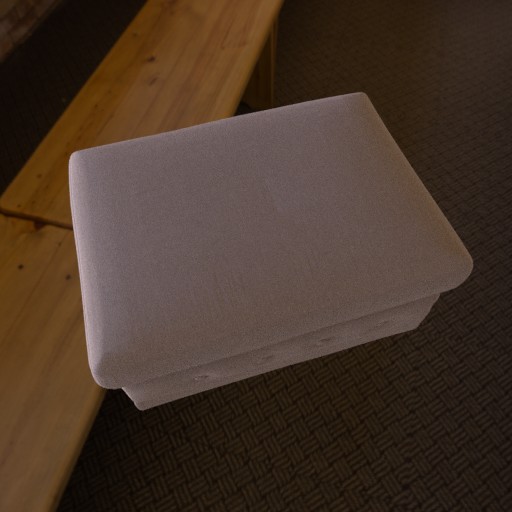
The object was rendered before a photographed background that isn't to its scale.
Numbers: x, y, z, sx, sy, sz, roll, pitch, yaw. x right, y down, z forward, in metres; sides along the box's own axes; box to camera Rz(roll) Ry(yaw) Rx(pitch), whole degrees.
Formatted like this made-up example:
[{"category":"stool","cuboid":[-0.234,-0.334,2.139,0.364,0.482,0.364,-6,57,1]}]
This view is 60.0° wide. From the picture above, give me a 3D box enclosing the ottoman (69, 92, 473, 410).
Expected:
[{"category":"ottoman","cuboid":[0.000,0.000,1.124,0.771,0.500,0.569,-14,59,-9]}]
